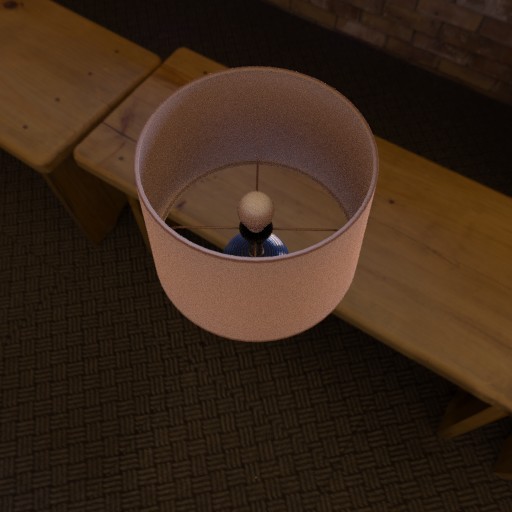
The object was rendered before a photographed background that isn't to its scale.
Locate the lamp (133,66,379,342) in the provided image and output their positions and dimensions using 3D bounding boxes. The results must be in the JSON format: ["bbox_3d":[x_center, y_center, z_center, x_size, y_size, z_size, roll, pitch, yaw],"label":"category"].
[{"bbox_3d":[0.000,0.000,0.852,0.367,0.609,0.367,0,63,0],"label":"lamp"}]
